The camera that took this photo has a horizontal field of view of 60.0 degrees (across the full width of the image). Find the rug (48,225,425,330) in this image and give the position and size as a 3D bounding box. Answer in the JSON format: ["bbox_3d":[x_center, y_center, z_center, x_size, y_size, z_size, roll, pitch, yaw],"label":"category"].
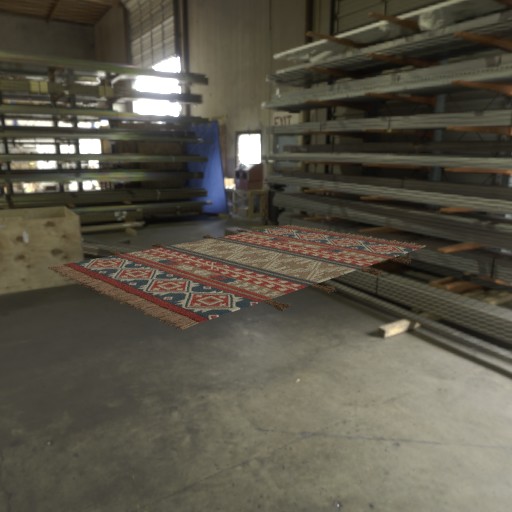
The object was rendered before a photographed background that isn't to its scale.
[{"bbox_3d":[0.000,0.000,3.253,1.778,0.048,2.450,13,18,43],"label":"rug"}]
